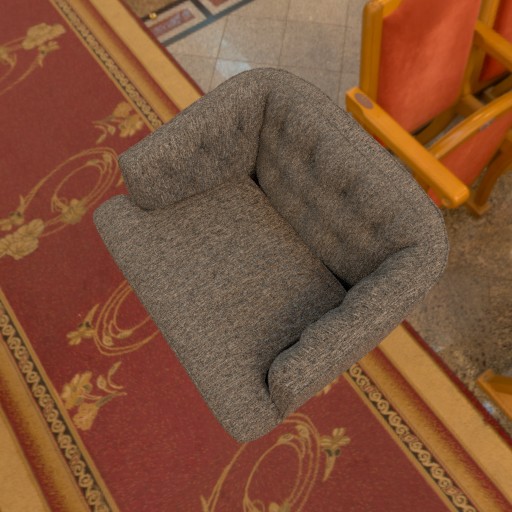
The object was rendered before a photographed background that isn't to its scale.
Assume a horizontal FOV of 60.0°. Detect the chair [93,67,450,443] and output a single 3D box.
[{"bbox_3d":[0.000,0.000,1.767,0.941,0.852,1.104,-33,69,-14],"label":"chair"}]
